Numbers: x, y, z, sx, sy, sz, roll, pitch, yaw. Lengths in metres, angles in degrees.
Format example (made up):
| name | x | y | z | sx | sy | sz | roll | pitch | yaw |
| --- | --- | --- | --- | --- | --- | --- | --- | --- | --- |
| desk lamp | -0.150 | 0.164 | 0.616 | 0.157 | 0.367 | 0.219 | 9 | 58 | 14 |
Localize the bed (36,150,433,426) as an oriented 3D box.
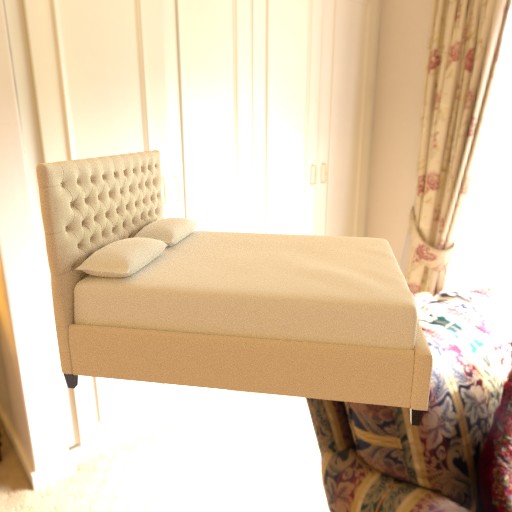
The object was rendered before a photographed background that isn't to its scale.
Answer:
| name | x | y | z | sx | sy | sz | roll | pitch | yaw |
| --- | --- | --- | --- | --- | --- | --- | --- | --- | --- |
| bed | 0.000 | 0.000 | 3.254 | 2.233 | 1.426 | 1.696 | 3 | 16 | 10 |
